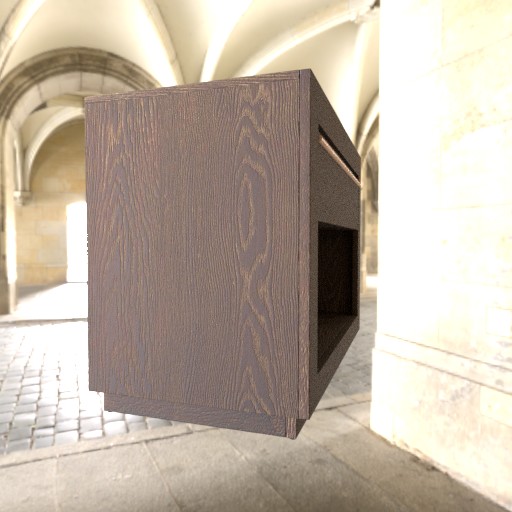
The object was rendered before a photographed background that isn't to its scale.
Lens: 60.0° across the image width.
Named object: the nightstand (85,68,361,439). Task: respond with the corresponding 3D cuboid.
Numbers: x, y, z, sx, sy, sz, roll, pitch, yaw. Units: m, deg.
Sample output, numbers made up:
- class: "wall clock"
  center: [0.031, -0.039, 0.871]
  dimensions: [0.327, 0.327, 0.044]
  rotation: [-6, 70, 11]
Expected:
- class: "nightstand"
  center: [0.000, 0.000, 1.134]
  dimensions: [0.457, 0.612, 0.775]
  rotation: [1, 2, 19]
